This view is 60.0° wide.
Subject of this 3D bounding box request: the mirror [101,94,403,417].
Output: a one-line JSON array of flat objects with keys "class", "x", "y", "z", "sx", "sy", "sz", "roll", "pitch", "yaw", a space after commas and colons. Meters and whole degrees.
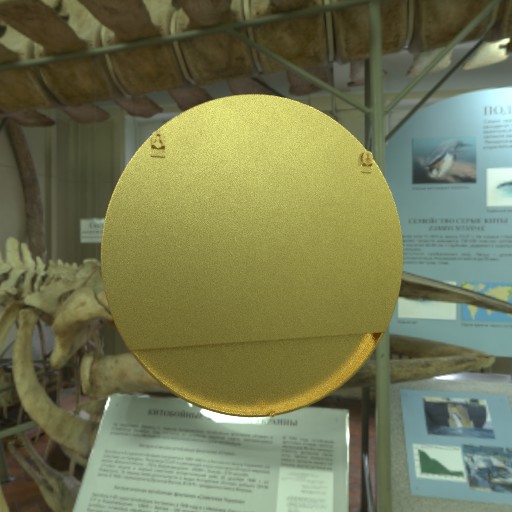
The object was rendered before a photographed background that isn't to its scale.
[{"class": "mirror", "x": 0.000, "y": 0.000, "z": 0.689, "sx": 0.457, "sy": 0.457, "sz": 0.133, "roll": 0, "pitch": 0, "yaw": -20}]
